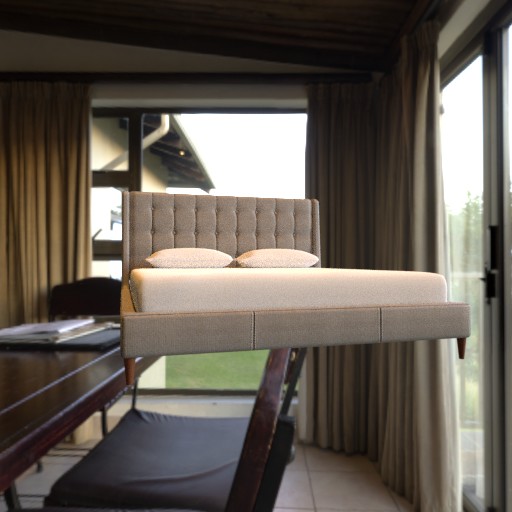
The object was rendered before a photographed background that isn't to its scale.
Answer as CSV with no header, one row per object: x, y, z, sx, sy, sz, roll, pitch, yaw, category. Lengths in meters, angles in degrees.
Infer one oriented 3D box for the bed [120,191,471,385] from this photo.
0.000,0.000,3.539,2.062,1.289,2.342,0,-1,-17,bed
